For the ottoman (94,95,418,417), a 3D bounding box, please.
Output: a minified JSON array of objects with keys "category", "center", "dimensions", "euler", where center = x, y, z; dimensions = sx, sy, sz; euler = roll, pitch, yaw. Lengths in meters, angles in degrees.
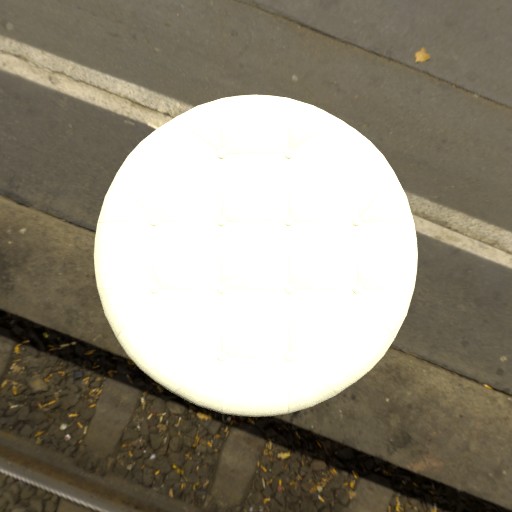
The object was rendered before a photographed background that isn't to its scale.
[{"category":"ottoman","center":[0.000,0.000,1.337],"dimensions":[0.850,0.483,0.850],"euler":[0,90,1]}]
